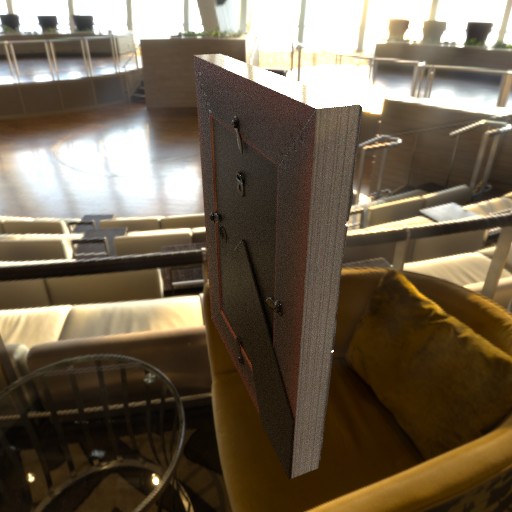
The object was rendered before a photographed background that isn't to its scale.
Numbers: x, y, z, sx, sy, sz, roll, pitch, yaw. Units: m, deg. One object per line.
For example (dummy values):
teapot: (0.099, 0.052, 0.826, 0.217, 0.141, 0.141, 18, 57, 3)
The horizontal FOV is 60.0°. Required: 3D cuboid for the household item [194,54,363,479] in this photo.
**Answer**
household item: (0.000, 0.000, 0.280, 0.025, 0.216, 0.165, -12, 33, -19)
